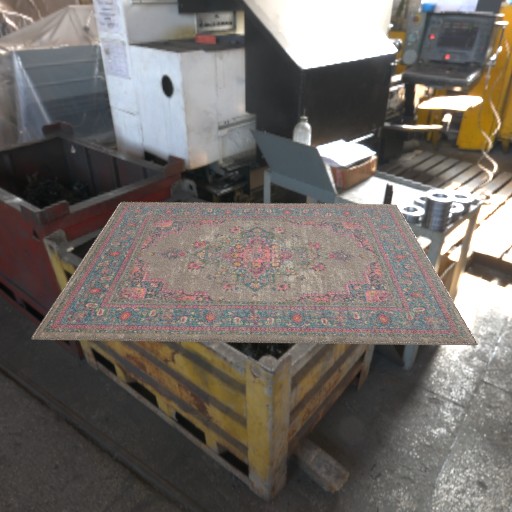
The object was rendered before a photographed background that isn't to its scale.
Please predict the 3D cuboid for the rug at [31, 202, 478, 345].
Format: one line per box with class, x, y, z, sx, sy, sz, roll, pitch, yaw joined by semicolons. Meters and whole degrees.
rug;0.000;0.000;2.870;2.214;0.013;1.609;1;32;1
